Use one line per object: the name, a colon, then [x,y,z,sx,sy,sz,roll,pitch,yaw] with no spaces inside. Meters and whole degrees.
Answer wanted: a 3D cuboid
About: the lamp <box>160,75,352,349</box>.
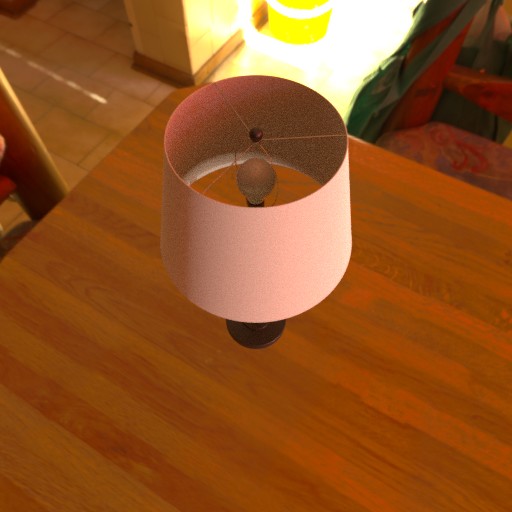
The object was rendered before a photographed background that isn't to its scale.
lamp: [0.000,0.000,0.919,0.363,0.696,0.363,0,59,0]
